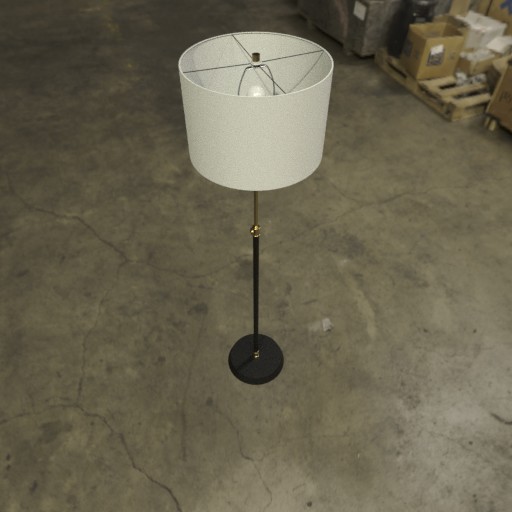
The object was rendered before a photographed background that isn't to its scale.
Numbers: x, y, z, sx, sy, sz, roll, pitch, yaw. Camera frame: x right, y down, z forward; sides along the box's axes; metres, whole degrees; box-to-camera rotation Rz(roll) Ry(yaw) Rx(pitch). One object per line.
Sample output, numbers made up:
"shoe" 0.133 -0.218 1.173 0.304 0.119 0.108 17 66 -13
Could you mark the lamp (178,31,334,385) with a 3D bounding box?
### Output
"lamp" 0.000 0.000 1.698 0.404 1.517 0.404 -15 48 -14
